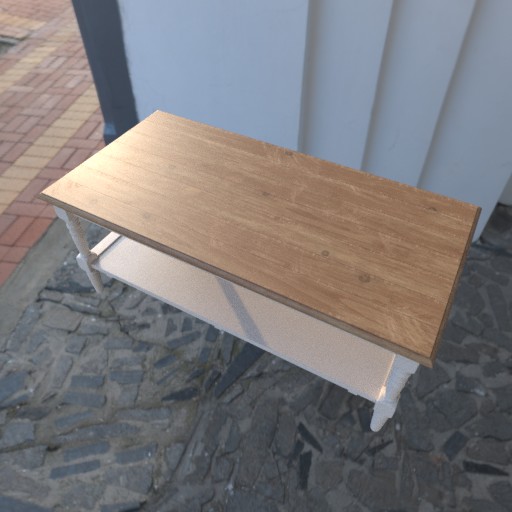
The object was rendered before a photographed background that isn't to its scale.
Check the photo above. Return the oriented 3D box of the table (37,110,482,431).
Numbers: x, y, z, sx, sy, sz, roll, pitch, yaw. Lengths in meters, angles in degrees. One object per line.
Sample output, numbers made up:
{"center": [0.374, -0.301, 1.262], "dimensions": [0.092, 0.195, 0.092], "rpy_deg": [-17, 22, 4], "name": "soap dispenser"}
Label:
{"center": [0.000, 0.000, 1.398], "dimensions": [1.118, 0.458, 0.559], "rpy_deg": [22, 50, 20], "name": "table"}
